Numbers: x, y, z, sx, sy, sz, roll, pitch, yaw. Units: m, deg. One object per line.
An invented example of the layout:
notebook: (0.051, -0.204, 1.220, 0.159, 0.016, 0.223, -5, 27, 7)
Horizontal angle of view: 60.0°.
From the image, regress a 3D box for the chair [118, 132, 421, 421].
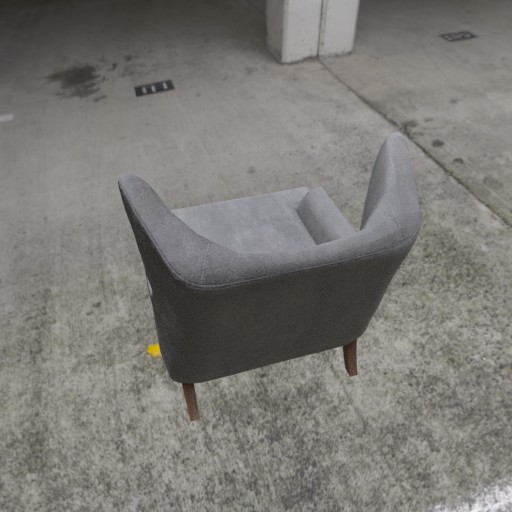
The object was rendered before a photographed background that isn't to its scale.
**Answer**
chair: (0.000, 0.000, 1.562, 0.784, 0.950, 0.906, -11, 43, -13)
